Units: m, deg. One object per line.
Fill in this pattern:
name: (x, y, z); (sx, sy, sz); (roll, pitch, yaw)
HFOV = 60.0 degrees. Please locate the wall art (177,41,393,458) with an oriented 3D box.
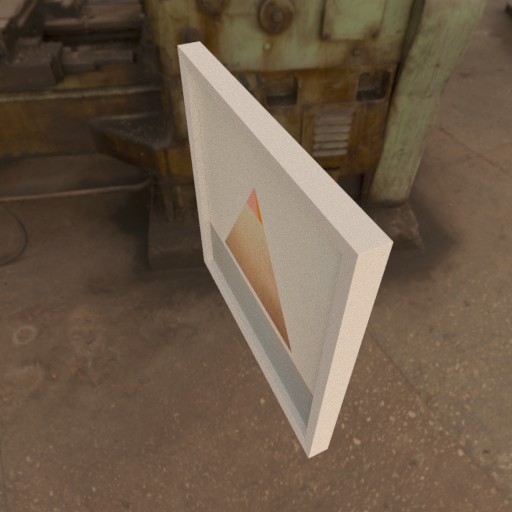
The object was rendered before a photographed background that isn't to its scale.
wall art: (0.000, 0.000, 1.877); (0.098, 1.291, 1.289); (-19, 50, -17)
